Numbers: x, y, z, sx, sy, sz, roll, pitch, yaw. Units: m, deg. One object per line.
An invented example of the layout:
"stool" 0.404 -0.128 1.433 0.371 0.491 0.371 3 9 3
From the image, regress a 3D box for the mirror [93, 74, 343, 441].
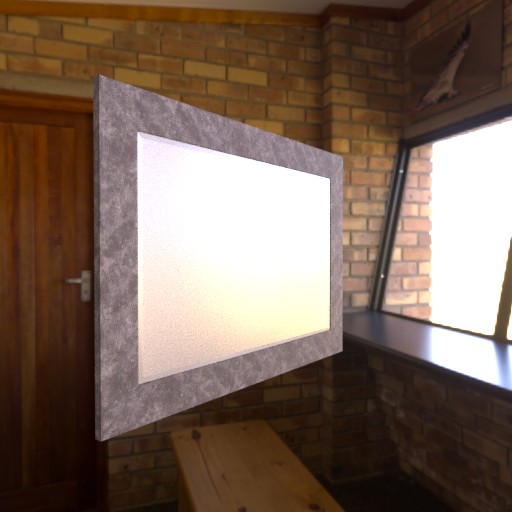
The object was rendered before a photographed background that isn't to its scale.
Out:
"mirror" 0.000 0.000 1.394 0.022 0.795 1.101 1 1 39
